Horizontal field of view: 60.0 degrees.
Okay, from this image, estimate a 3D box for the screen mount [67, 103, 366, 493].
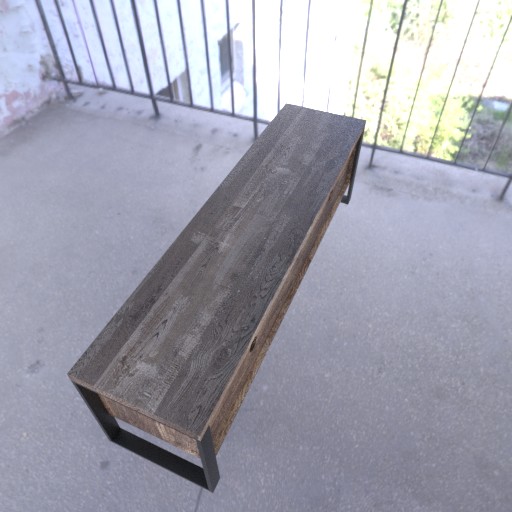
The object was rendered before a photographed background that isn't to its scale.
[{"bbox_3d":[0.000,0.000,1.713,0.395,0.450,1.524,18,50,16],"label":"screen mount"}]
